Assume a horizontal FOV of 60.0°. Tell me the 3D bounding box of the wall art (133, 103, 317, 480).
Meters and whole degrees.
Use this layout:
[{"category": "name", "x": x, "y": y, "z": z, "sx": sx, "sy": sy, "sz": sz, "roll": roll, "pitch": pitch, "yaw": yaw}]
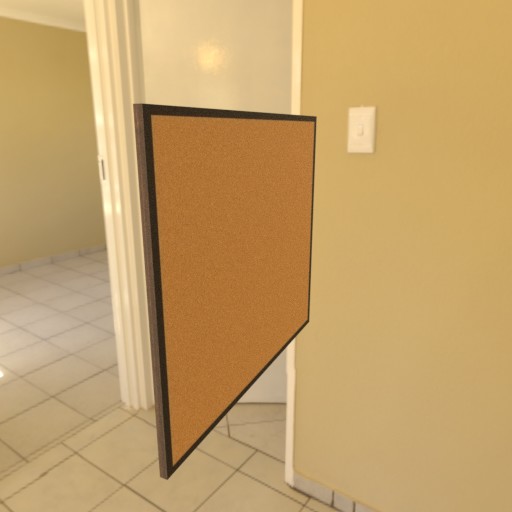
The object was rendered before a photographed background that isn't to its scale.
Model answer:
[{"category": "wall art", "x": 0.000, "y": 0.000, "z": 1.417, "sx": 0.023, "sy": 0.875, "sz": 1.033, "roll": 8, "pitch": 18, "yaw": 25}]
